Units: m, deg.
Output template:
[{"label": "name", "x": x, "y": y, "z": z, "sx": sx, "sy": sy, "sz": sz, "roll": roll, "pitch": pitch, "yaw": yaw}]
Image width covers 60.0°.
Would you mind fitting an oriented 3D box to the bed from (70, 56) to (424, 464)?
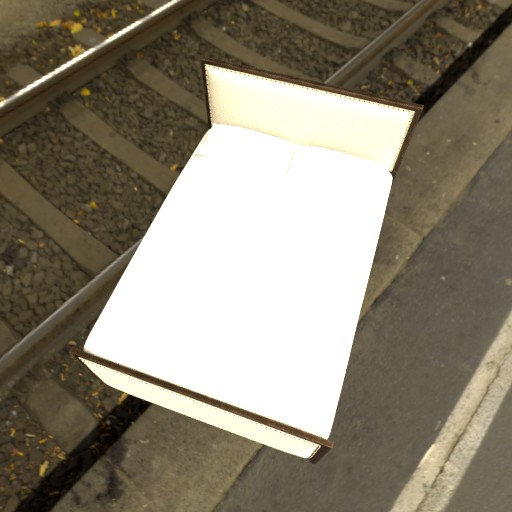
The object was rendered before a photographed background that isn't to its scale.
[{"label": "bed", "x": 0.000, "y": 0.000, "z": 3.128, "sx": 1.607, "sy": 1.313, "sz": 2.221, "roll": 17, "pitch": 60, "yaw": 10}]
